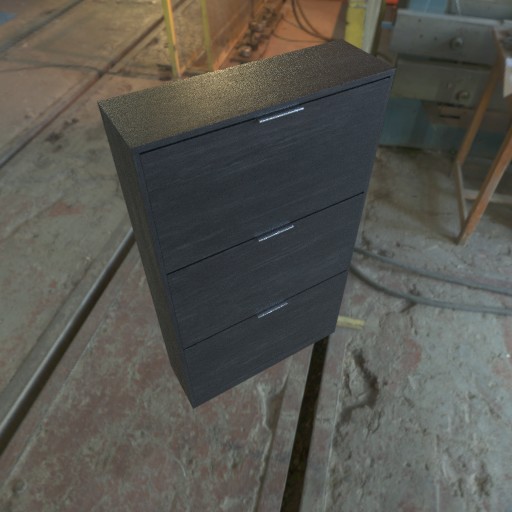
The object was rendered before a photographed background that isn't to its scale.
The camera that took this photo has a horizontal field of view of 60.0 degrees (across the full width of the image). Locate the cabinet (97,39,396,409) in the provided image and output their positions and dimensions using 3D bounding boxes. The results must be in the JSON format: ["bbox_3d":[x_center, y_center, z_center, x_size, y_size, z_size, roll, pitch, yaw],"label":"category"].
[{"bbox_3d":[0.000,0.000,1.600,0.750,1.280,0.250,-24,51,-20],"label":"cabinet"}]
